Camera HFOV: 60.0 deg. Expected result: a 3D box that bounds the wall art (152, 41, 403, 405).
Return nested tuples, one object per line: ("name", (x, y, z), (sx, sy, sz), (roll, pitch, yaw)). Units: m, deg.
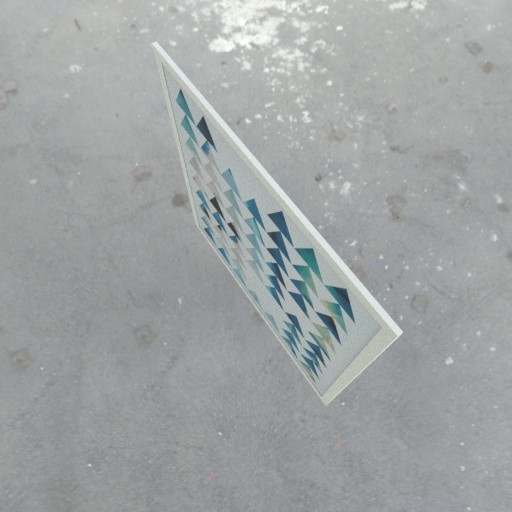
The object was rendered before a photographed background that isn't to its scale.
("wall art", (0.000, 0.000, 1.209), (0.012, 0.809, 0.809), (-31, 68, -14))
